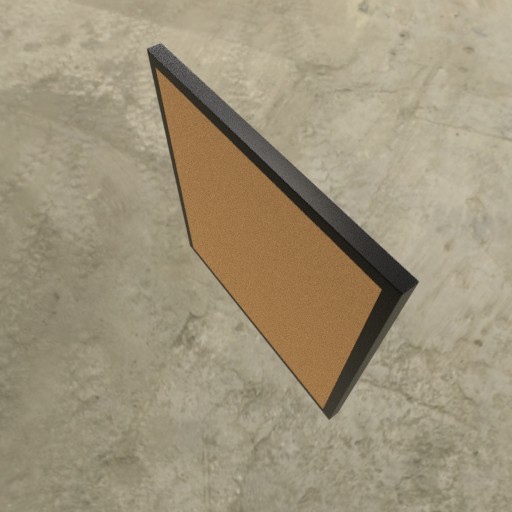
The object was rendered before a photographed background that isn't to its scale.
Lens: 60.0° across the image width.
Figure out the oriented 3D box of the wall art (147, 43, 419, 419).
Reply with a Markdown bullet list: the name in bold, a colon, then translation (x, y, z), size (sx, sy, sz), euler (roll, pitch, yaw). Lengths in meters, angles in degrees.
- **wall art**: translation (0.000, 0.000, 1.126), size (0.038, 0.761, 0.755), euler (-32, 62, -19)
